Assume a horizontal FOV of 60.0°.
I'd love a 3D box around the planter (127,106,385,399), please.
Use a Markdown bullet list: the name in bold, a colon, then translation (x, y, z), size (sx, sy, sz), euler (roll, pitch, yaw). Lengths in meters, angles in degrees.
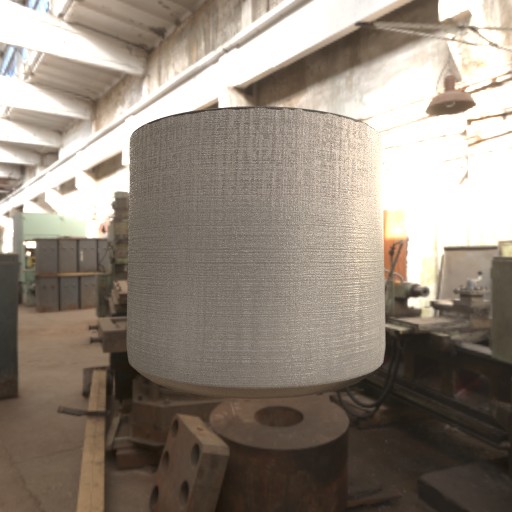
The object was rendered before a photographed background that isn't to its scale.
- **planter**: translation (0.000, 0.000, 0.224), size (0.125, 0.112, 0.125), euler (0, 0, 0)
